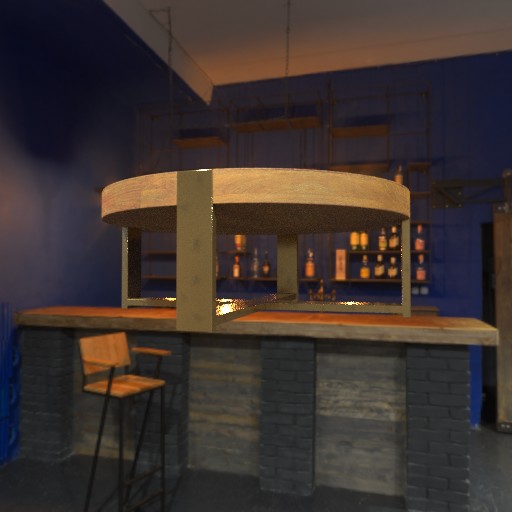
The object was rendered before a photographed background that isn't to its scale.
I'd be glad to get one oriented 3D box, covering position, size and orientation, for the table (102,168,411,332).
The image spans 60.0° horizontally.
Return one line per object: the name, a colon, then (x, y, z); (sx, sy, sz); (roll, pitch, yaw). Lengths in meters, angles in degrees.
table: (0.000, 0.000, 1.677); (1.100, 0.420, 1.100); (0, -2, 0)
